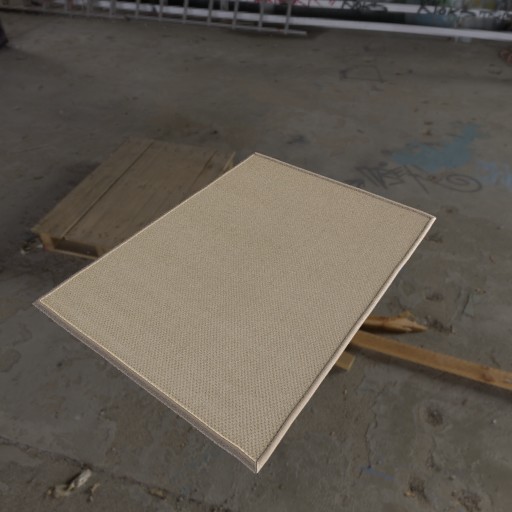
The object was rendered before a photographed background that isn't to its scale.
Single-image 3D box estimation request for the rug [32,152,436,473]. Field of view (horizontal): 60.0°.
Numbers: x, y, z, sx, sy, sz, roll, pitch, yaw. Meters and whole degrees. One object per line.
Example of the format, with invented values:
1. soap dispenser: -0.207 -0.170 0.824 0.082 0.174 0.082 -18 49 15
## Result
1. rug: 0.000 0.000 2.703 1.525 0.020 2.081 26 48 26
